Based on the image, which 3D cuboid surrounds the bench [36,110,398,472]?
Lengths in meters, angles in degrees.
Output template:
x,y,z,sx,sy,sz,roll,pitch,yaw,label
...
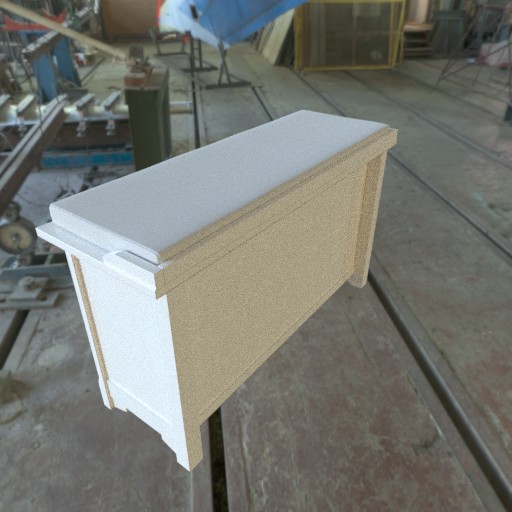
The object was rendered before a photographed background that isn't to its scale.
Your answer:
x,y,z,sx,sy,sz,roll,pitch,yaw,label
0.000,0.000,1.250,0.346,0.589,0.987,22,38,31,bench
